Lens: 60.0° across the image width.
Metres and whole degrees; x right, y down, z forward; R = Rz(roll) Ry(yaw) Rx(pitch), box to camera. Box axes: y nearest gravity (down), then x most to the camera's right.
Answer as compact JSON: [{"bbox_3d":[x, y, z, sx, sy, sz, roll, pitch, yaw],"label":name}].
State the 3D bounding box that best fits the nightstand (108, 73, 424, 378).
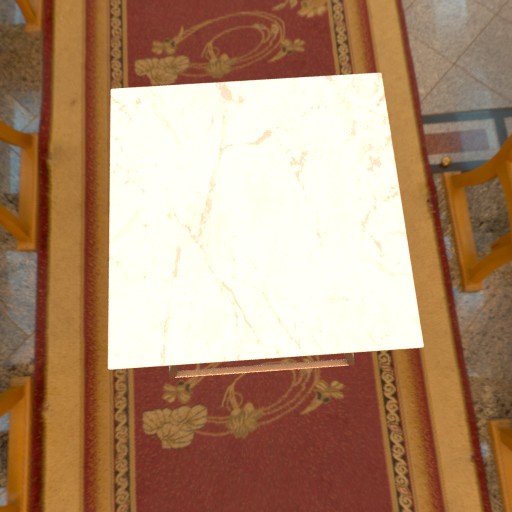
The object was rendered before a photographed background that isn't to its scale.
[{"bbox_3d":[0.000,0.000,0.882,0.455,0.554,0.455,-4,76,-1],"label":"nightstand"}]
